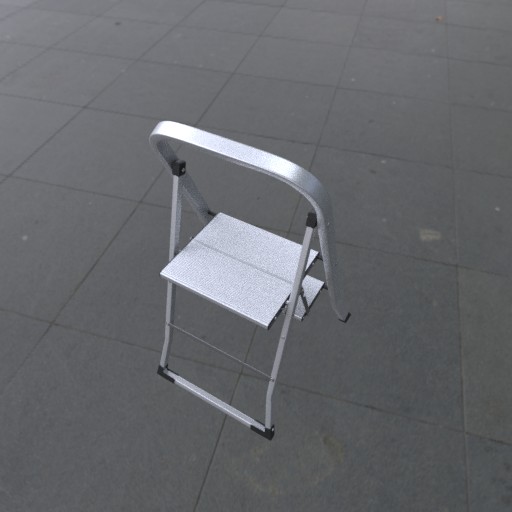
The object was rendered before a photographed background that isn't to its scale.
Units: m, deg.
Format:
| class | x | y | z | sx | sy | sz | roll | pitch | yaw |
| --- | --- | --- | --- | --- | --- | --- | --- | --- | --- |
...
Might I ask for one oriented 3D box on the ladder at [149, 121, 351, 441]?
| class | x | y | z | sx | sy | sz | roll | pitch | yaw |
| --- | --- | --- | --- | --- | --- | --- | --- | --- | --- |
| ladder | 0.000 | 0.000 | 1.185 | 0.465 | 0.830 | 0.530 | 23 | 51 | 21 |
